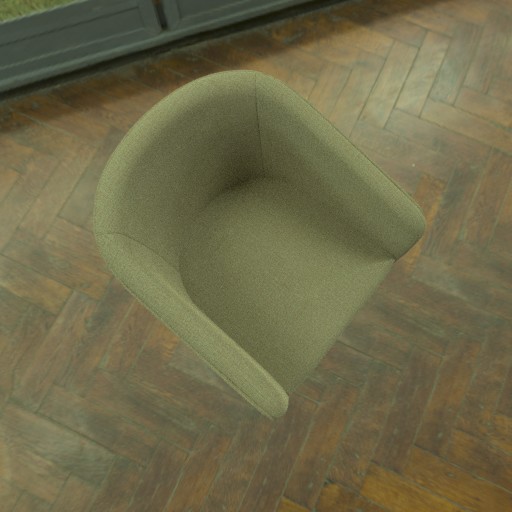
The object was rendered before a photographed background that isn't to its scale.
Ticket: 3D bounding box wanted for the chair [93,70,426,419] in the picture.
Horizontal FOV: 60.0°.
[{"bbox_3d":[0.000,0.000,1.222,0.616,0.775,0.584,39,79,9],"label":"chair"}]
